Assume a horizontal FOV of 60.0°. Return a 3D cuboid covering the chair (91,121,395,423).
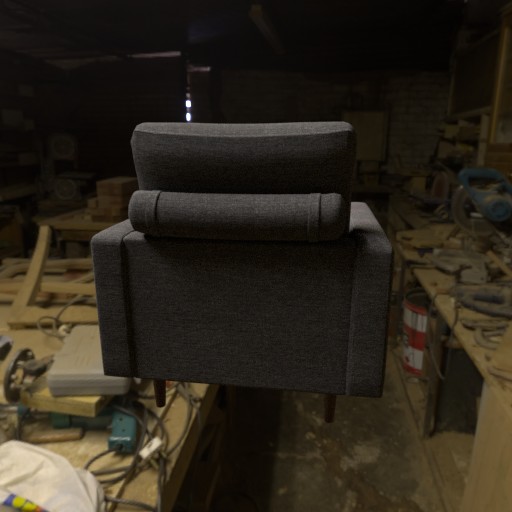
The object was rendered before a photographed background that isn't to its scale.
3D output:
[{"bbox_3d":[0.000,0.000,1.549,0.821,0.880,0.843,2,15,8],"label":"chair"}]
